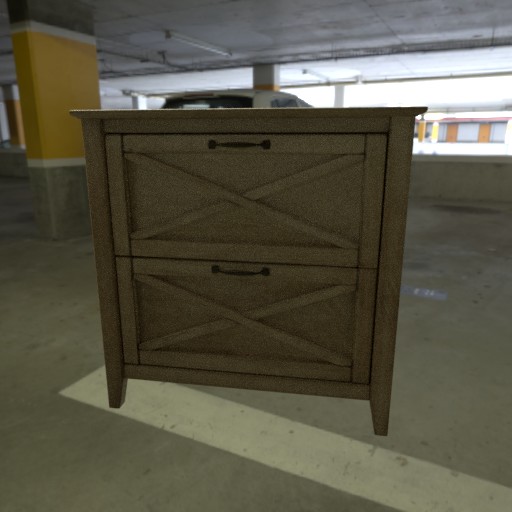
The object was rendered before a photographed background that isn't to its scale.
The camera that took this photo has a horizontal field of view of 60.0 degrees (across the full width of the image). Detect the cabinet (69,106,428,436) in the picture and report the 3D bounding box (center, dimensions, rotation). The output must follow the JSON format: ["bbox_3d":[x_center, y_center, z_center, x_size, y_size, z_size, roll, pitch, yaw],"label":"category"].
[{"bbox_3d":[0.000,0.000,1.251,0.763,0.762,0.503,2,15,9],"label":"cabinet"}]
